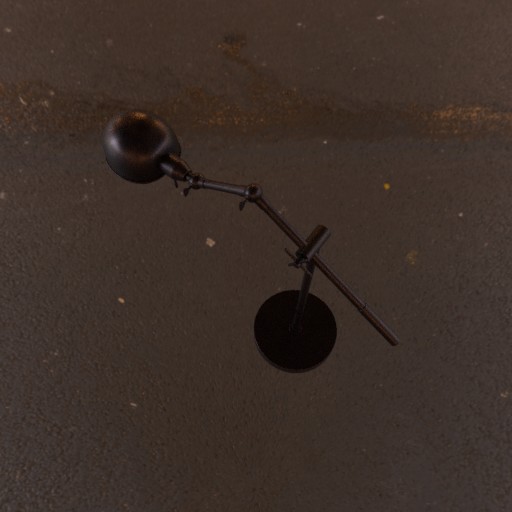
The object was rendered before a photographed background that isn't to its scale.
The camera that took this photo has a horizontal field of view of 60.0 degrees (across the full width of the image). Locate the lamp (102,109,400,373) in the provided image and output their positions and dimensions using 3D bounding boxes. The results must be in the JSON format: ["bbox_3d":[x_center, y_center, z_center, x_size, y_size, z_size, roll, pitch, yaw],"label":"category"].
[{"bbox_3d":[0.000,0.000,0.820,0.567,0.495,0.185,34,67,16],"label":"lamp"}]
